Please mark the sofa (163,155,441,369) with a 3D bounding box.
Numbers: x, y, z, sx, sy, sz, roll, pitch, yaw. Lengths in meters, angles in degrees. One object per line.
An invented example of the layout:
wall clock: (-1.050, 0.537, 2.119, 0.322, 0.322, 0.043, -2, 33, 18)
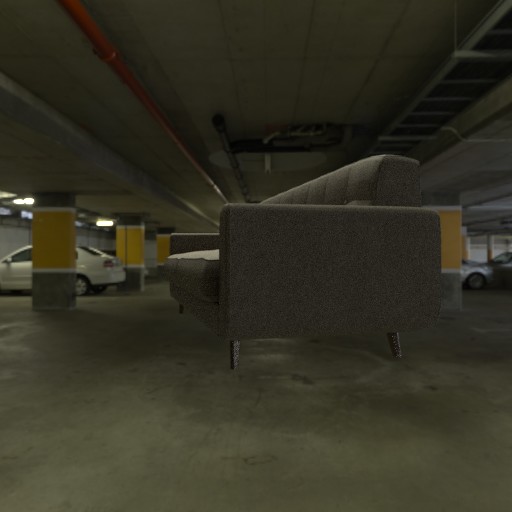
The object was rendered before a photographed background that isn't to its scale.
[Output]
sofa: (0.000, 0.000, 2.547, 0.909, 0.841, 2.029, 0, 0, -16)
